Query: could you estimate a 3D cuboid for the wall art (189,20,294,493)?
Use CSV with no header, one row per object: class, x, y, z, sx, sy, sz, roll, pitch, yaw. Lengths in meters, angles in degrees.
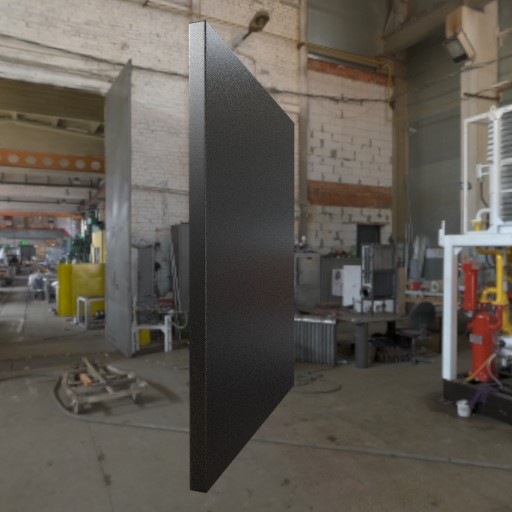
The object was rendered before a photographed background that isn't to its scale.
wall art,0.000,0.000,1.574,0.053,1.194,0.950,0,1,18
